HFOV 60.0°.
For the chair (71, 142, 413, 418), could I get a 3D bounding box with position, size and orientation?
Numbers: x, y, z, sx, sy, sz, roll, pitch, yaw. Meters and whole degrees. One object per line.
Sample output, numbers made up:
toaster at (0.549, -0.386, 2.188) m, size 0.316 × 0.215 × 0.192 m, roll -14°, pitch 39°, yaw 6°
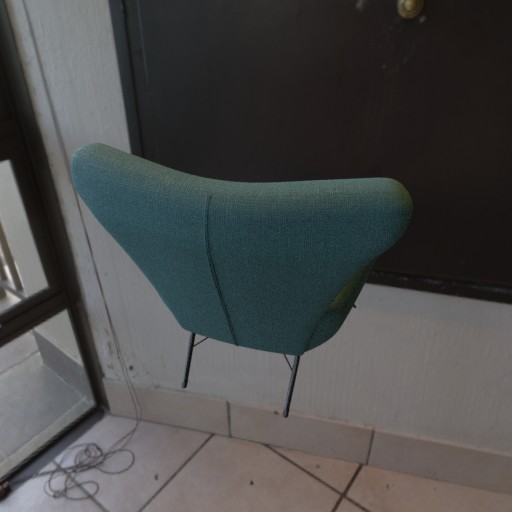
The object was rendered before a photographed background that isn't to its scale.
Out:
chair at (0.000, 0.000, 1.747) m, size 1.050 × 0.980 × 0.900 m, roll 10°, pitch 33°, yaw 15°
